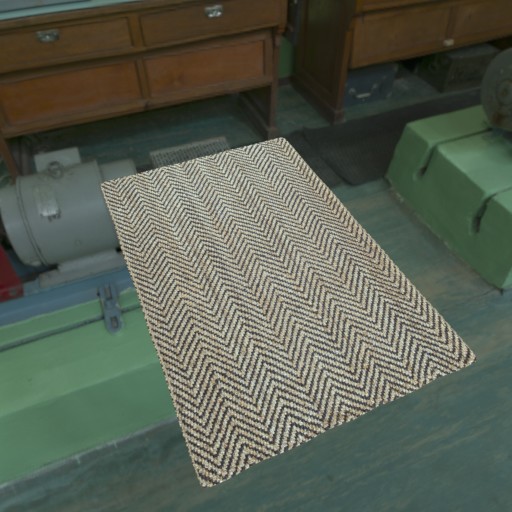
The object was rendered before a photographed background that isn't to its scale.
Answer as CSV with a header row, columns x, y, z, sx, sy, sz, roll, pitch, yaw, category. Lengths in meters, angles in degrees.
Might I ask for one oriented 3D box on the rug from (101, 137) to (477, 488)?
x,y,z,sx,sy,sz,roll,pitch,yaw,category
0.000,0.000,2.236,1.219,0.008,1.828,-18,50,-16,rug
